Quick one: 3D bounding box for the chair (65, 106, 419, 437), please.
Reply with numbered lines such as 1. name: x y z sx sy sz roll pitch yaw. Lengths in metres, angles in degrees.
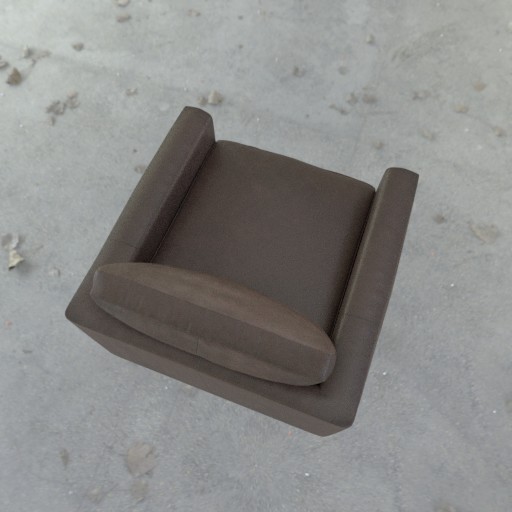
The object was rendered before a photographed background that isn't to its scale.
1. chair: 0.000 0.000 1.824 1.100 0.812 1.069 19 66 9
